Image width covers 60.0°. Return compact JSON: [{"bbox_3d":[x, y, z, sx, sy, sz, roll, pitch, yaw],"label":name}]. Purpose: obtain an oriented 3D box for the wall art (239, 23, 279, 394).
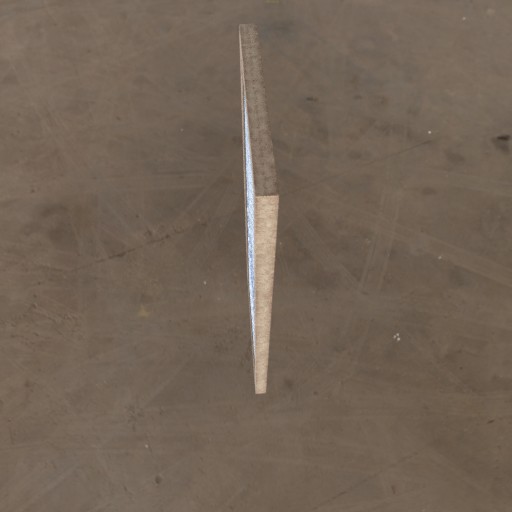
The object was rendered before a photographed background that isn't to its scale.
[{"bbox_3d":[0.000,0.000,1.712,0.051,1.461,0.648,-3,57,-2],"label":"wall art"}]
